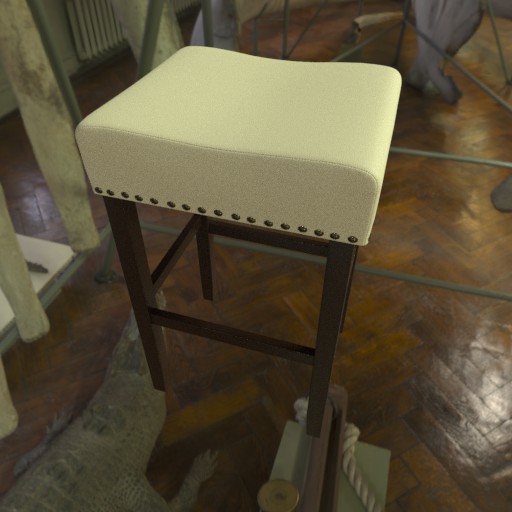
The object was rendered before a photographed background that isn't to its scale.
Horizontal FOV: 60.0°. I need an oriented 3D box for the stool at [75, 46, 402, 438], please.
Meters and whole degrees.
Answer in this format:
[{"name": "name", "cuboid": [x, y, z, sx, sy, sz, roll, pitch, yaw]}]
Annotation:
[{"name": "stool", "cuboid": [0.000, 0.000, 1.005, 0.471, 0.762, 0.401, 12, 43, 13]}]
